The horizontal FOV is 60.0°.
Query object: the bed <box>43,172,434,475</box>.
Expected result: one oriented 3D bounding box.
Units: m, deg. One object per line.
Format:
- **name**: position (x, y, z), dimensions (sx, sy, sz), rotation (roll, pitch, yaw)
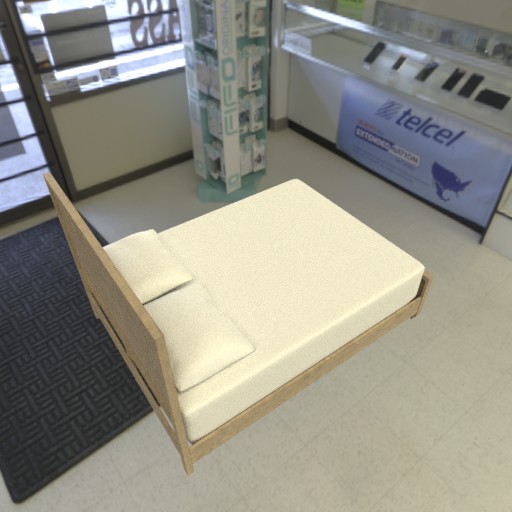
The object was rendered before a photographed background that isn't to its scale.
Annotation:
- **bed**: position (0.000, 0.000, 3.265), dimensions (2.189, 1.369, 1.606), rotation (-25, 48, -26)
